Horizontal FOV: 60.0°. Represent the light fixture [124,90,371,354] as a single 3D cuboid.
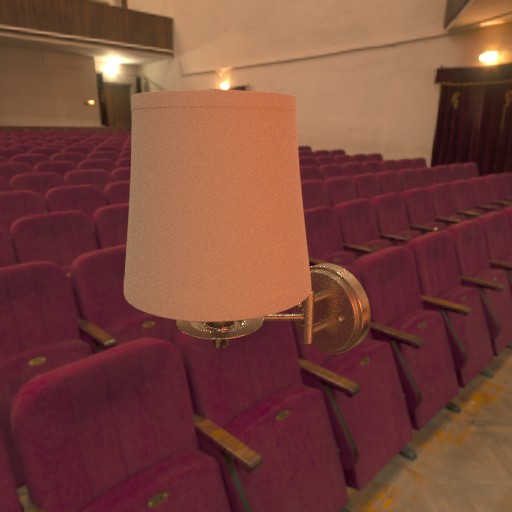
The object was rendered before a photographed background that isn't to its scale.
[{"bbox_3d":[0.000,0.000,0.575,0.348,0.381,0.223,-14,21,-42],"label":"light fixture"}]
